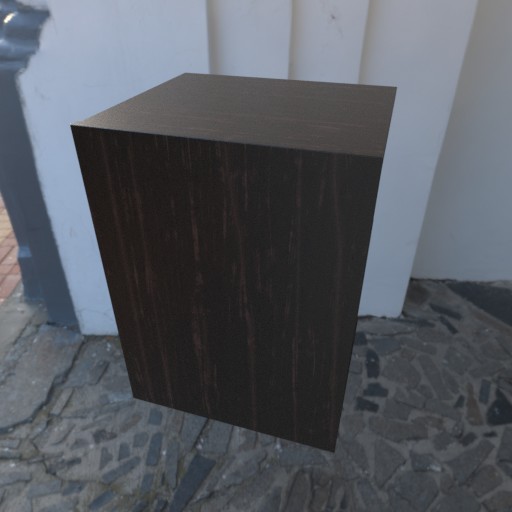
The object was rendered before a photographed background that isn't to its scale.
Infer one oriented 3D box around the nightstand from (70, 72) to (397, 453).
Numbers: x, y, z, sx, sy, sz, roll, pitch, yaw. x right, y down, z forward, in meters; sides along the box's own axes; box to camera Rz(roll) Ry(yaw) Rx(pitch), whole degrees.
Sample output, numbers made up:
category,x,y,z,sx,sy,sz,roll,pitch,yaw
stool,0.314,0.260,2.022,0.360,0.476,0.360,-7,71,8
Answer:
category,x,y,z,sx,sy,sz,roll,pitch,yaw
nightstand,0.000,0.000,0.826,0.400,0.559,0.356,10,35,14
